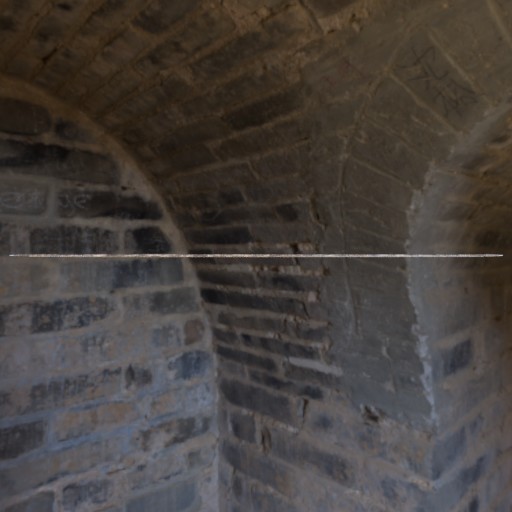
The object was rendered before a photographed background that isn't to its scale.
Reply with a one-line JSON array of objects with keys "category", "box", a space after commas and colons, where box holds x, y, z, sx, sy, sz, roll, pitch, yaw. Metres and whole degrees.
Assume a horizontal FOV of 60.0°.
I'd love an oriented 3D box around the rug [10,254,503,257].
[{"category": "rug", "box": [0.000, 0.000, 2.429, 2.029, 0.010, 1.237, 0, 0, 0]}]
